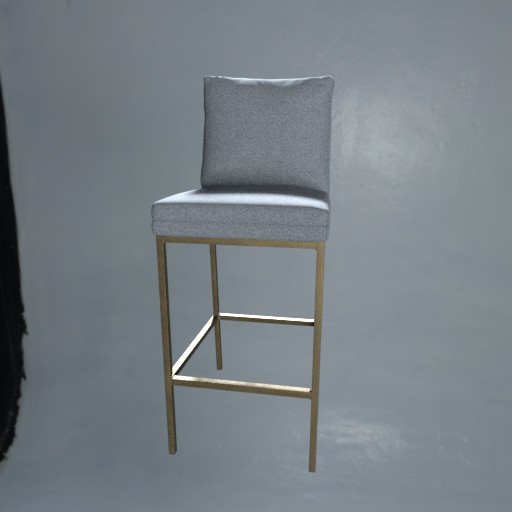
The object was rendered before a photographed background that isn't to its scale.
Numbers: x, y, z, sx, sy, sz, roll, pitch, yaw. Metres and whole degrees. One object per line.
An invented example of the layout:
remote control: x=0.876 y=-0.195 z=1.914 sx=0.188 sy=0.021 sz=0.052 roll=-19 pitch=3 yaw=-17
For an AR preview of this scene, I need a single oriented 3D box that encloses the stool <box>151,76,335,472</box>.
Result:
stool: x=0.000 y=0.000 z=1.422 sx=0.463 sy=1.130 sz=0.569 roll=3 pitch=15 yaw=10
